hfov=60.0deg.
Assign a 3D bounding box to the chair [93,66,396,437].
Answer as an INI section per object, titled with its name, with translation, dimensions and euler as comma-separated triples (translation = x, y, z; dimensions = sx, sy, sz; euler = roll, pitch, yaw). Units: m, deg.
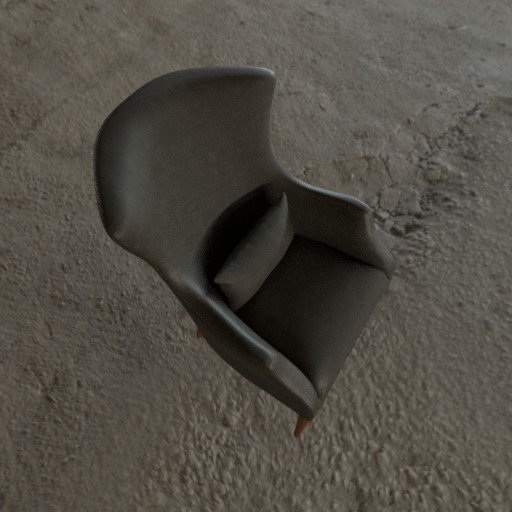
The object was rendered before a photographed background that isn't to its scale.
[chair]
translation = 0.000, 0.000, 1.696
dimensions = 0.954, 1.068, 0.819
euler = 29, 62, 17
